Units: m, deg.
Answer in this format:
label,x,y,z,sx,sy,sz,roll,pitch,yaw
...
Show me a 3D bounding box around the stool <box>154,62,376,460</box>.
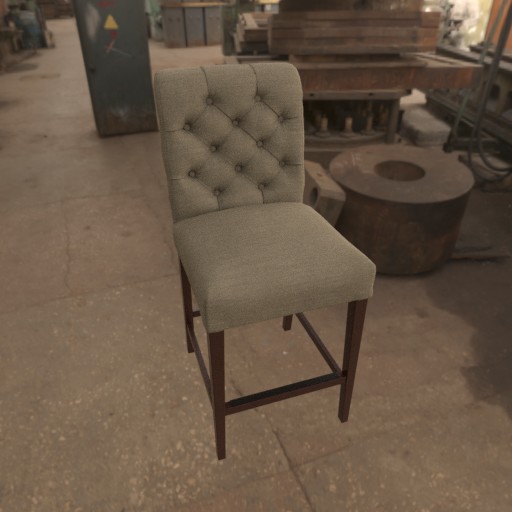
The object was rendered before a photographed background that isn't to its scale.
label,x,y,z,sx,sy,sz,roll,pitch,yaw
stool,0.000,0.000,1.451,0.486,1.084,0.660,-10,33,-16
